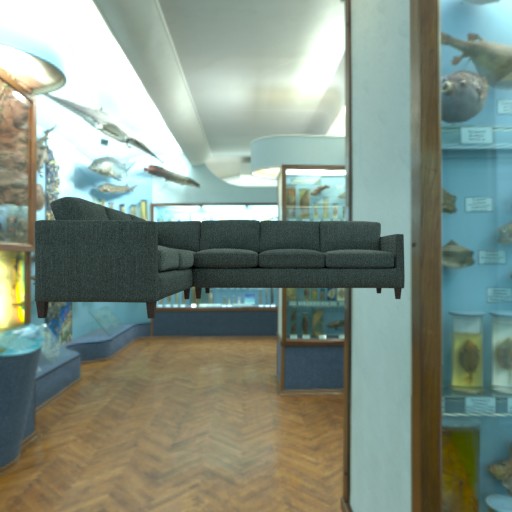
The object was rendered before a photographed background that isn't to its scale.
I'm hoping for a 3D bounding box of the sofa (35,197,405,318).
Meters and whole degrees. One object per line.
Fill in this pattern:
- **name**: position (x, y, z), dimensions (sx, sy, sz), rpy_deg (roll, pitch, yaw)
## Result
- **sofa**: position (0.000, 0.000, 4.532), dimensions (3.302, 0.947, 2.593), rpy_deg (0, 0, 1)
